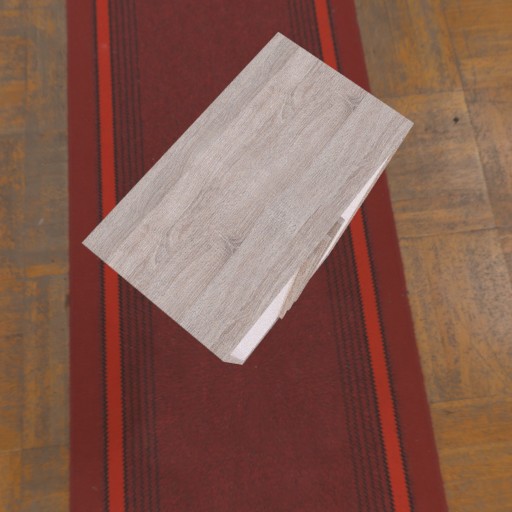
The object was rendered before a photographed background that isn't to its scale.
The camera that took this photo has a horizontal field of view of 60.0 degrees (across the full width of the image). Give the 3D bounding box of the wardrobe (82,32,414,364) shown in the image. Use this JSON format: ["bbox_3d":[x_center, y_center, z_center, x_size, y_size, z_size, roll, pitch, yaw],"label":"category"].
[{"bbox_3d":[0.000,0.000,2.388,0.600,1.960,1.000,38,79,9],"label":"wardrobe"}]
